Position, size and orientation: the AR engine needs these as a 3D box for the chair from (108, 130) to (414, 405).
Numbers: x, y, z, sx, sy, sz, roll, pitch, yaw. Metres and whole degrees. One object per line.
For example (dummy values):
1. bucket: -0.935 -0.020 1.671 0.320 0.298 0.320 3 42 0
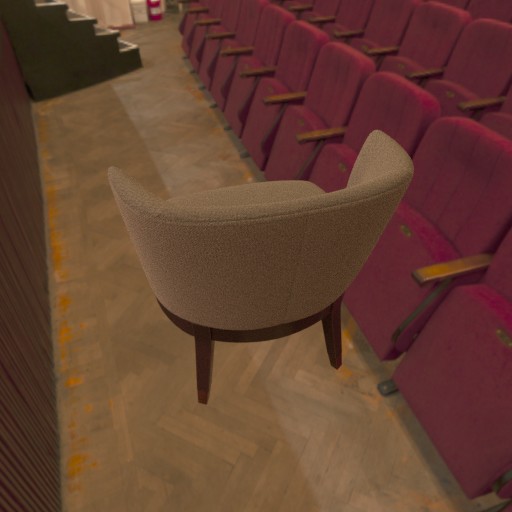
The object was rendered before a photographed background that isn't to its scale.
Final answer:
1. chair: 0.000 0.000 1.286 0.700 0.760 0.660 -11 41 -13
